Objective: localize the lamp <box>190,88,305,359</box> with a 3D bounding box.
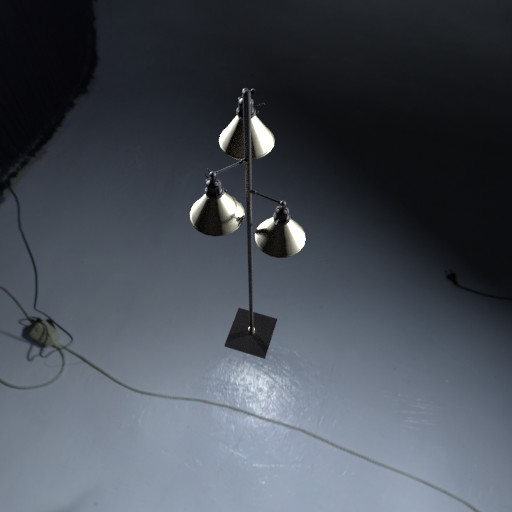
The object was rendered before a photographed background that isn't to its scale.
[{"bbox_3d":[0.000,0.000,1.968,0.415,1.716,0.428,15,58,9],"label":"lamp"}]
